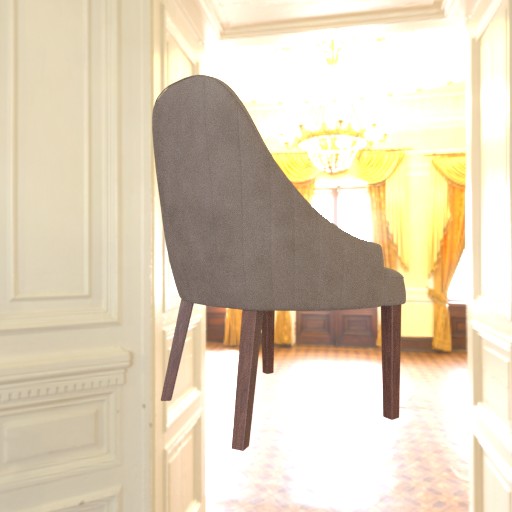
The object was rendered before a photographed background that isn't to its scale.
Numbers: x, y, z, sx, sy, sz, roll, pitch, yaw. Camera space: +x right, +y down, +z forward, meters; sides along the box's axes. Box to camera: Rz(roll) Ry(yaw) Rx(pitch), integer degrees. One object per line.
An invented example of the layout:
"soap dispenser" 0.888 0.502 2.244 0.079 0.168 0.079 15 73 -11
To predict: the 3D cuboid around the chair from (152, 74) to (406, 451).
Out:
"chair" 0.000 0.000 1.310 0.575 0.889 0.643 0 0 -35
